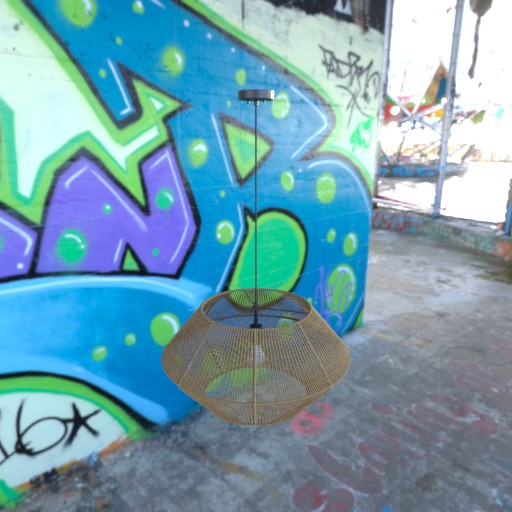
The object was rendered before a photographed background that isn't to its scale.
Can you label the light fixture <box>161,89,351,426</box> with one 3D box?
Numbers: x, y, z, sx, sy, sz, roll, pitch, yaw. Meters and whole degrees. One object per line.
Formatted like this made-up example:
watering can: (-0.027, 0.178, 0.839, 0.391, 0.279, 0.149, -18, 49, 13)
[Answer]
light fixture: (0.000, 0.000, 1.441, 0.643, 1.009, 0.643, 0, 15, 0)
